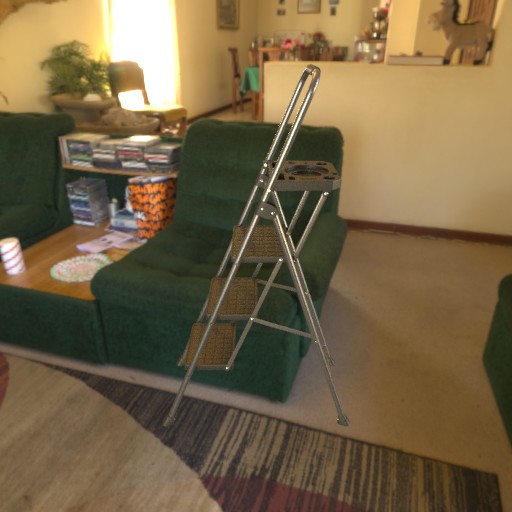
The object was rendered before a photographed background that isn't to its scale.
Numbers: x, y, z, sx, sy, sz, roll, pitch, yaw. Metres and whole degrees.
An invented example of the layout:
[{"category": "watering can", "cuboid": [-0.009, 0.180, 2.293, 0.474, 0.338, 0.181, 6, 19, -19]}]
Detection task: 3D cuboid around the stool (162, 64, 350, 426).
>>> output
[{"category": "stool", "cuboid": [0.000, 0.000, 1.615, 0.733, 1.277, 0.396, 0, 26, 0]}]
